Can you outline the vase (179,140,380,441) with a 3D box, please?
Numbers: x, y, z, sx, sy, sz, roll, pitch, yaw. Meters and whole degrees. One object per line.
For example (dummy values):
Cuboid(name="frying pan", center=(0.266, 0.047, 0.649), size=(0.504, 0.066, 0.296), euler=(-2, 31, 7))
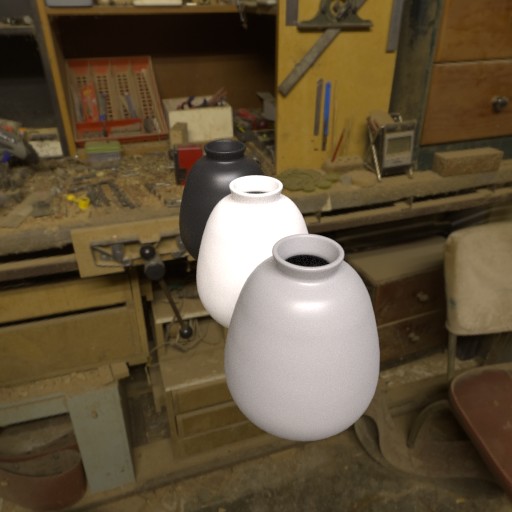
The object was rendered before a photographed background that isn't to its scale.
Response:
Cuboid(name="vase", center=(0.000, 0.000, 0.356), size=(0.097, 0.122, 0.297), euler=(-9, 32, -14))
